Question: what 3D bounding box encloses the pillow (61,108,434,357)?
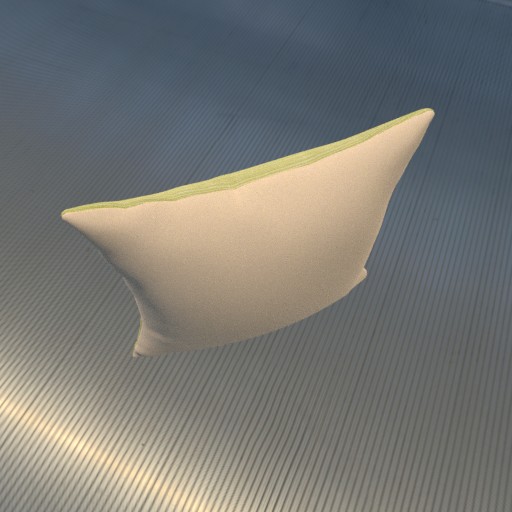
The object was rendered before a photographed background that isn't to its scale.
[{"bbox_3d":[0.000,0.000,0.792,0.560,0.487,0.229,-18,60,-11],"label":"pillow"}]
